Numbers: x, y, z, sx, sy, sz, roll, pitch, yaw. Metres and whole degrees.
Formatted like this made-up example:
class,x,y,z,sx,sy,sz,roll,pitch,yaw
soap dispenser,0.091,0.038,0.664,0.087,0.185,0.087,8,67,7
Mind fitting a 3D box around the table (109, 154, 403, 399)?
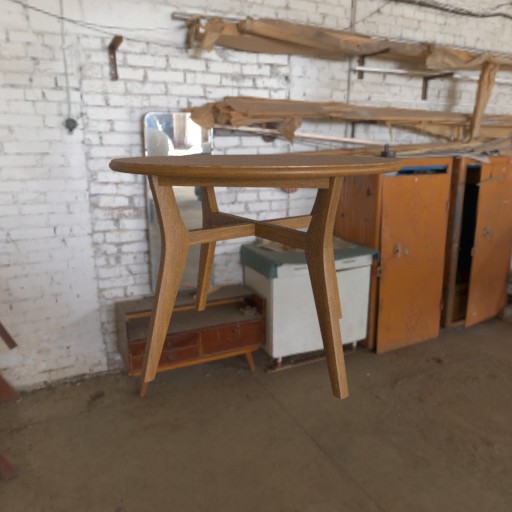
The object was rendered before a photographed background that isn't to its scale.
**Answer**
class,x,y,z,sx,sy,sz,roll,pitch,yaw
table,0.000,0.000,1.759,1.055,0.757,1.055,0,15,0
